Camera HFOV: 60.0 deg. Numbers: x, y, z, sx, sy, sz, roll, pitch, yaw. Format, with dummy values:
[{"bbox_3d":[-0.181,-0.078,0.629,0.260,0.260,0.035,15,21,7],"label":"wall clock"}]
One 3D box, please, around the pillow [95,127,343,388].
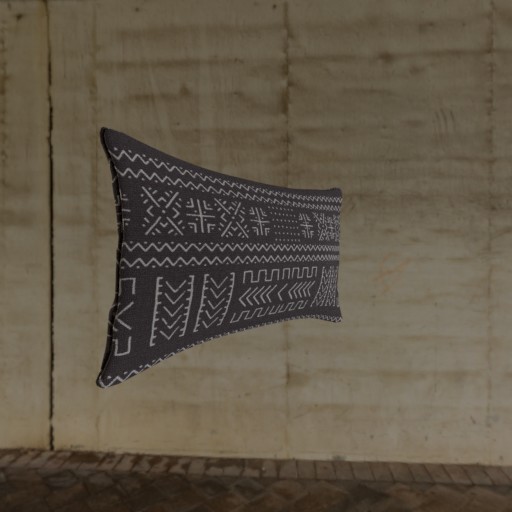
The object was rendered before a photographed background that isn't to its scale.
[{"bbox_3d":[0.000,0.000,0.805,0.135,0.322,0.667,0,1,36],"label":"pillow"}]
